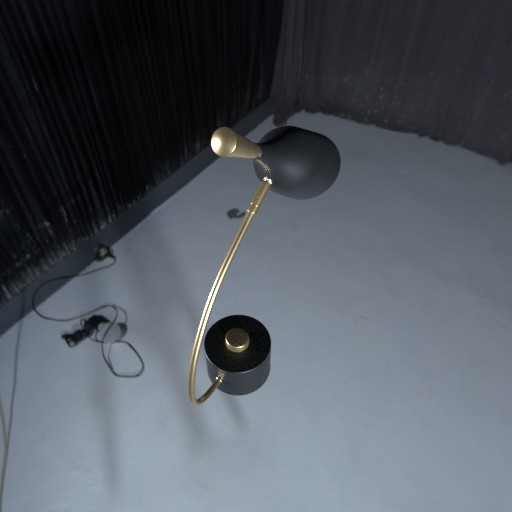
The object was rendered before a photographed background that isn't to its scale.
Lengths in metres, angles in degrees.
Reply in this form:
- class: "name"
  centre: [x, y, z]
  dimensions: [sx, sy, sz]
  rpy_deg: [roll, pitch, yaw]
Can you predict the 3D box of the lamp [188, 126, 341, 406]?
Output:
- class: "lamp"
  centre: [0.000, 0.000, 0.631]
  dimensions: [0.110, 0.464, 0.352]
  rpy_deg: [25, 52, 21]
